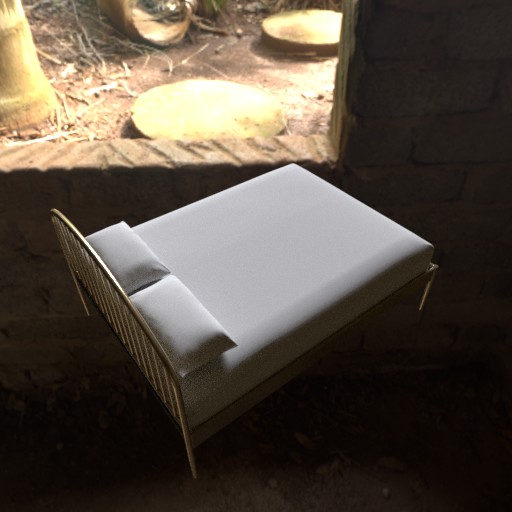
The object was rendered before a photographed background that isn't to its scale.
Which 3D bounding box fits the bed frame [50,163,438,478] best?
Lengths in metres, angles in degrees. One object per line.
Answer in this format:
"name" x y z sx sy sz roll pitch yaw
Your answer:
"bed frame" 0.000 0.000 3.148 2.152 1.175 1.612 -27 48 -28
